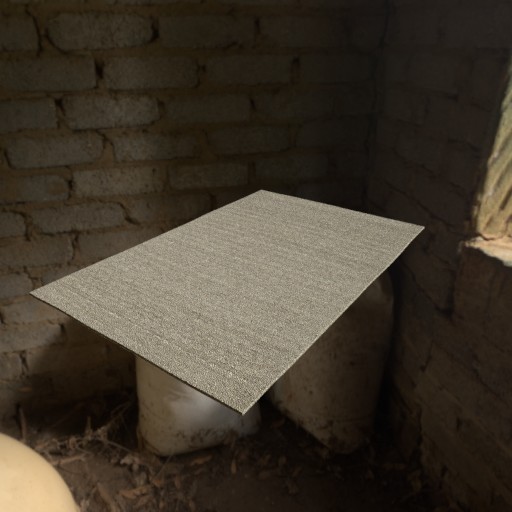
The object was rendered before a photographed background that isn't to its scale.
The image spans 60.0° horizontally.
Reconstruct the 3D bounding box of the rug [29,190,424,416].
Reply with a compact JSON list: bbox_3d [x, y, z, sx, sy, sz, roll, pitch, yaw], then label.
[{"bbox_3d":[0.000,0.000,2.950,1.532,0.018,2.297,18,32,32],"label":"rug"}]
